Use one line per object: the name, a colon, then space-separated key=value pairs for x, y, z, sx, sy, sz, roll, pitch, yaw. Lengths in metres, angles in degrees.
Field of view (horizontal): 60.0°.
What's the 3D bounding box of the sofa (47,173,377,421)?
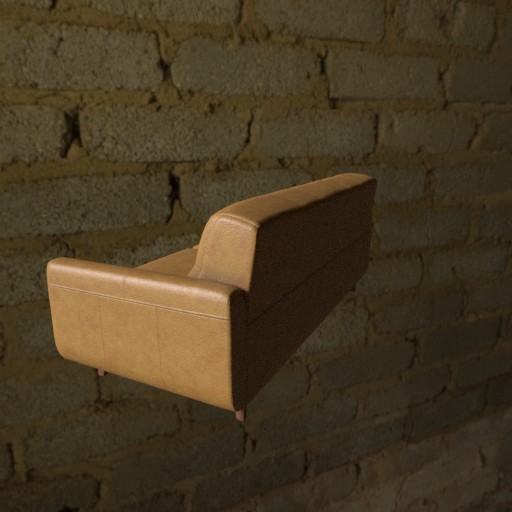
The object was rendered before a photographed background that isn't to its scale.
sofa: x=0.000 y=0.000 z=2.646 sx=0.980 sy=0.892 sz=2.137 roll=8 pitch=17 yaw=26
